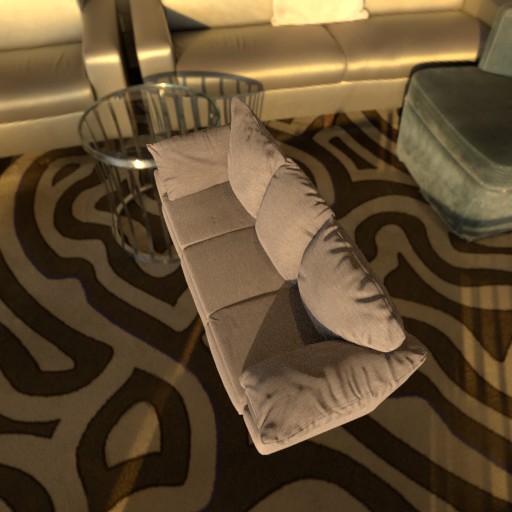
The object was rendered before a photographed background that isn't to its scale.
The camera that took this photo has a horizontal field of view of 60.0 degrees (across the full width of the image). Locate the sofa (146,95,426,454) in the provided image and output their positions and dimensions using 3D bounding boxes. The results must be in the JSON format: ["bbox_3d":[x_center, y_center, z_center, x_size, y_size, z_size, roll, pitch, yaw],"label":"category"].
[{"bbox_3d":[0.000,0.000,2.877,0.927,1.043,2.390,-17,51,-14],"label":"sofa"}]
